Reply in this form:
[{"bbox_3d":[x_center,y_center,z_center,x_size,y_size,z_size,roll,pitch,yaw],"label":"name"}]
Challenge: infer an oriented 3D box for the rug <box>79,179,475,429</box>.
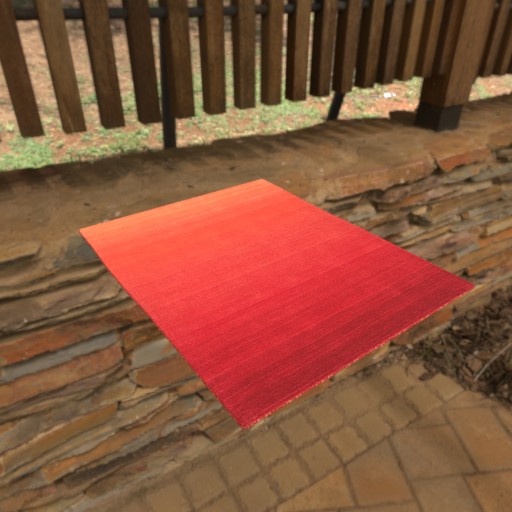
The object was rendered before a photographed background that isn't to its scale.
[{"bbox_3d":[0.000,0.000,4.033,2.340,0.028,2.905,-21,37,-30],"label":"rug"}]
